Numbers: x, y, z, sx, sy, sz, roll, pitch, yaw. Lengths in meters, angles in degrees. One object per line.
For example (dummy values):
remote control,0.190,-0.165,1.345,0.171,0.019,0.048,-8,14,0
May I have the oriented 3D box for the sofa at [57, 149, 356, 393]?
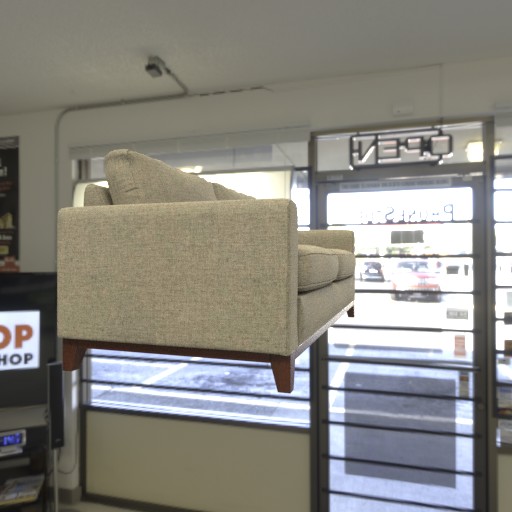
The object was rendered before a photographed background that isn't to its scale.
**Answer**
sofa,0.000,0.000,2.481,0.969,0.892,1.978,0,0,19
